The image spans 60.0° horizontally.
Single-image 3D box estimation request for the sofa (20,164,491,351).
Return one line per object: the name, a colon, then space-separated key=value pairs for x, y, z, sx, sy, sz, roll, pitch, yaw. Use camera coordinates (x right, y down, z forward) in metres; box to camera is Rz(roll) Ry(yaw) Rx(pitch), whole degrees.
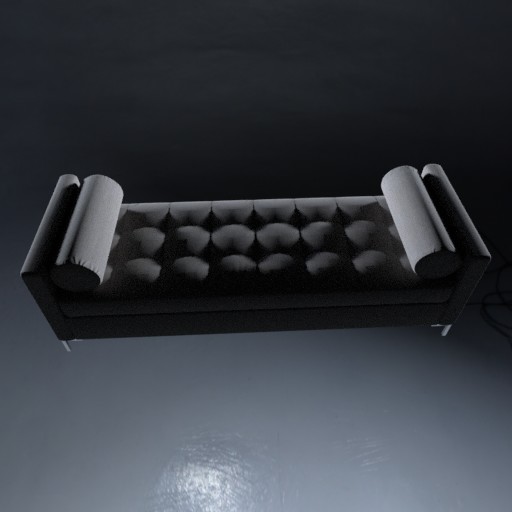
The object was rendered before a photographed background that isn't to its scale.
sofa: x=0.000 y=0.000 z=2.294 sx=1.981 sy=0.635 sz=0.686 roll=-2 pitch=47 yaw=-2
